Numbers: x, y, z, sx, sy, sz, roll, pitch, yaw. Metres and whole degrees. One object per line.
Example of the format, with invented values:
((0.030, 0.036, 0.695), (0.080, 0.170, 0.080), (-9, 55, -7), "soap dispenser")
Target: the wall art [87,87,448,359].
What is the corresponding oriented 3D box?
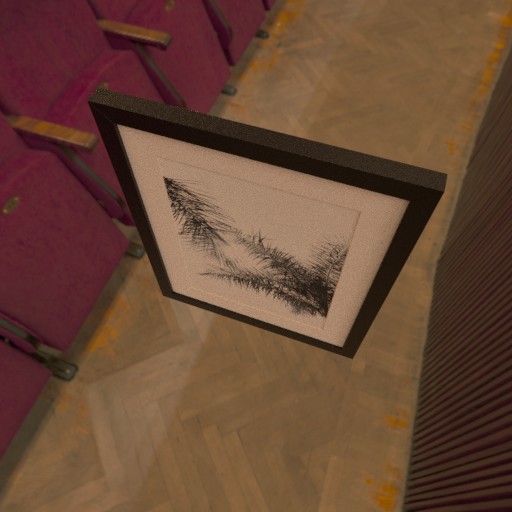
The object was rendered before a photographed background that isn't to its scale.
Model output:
((0.000, 0.000, 0.778), (0.457, 0.557, 0.028), (17, 59, 10), "wall art")
